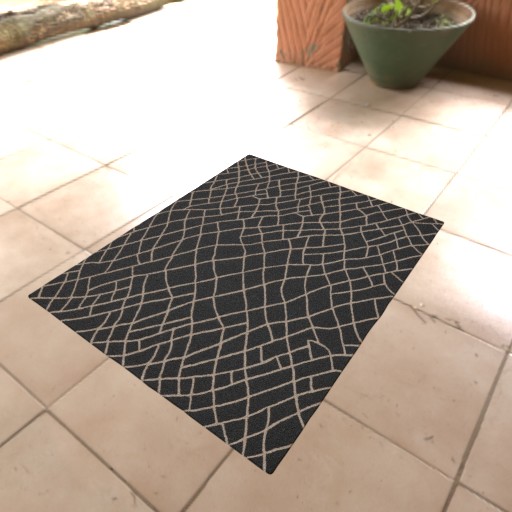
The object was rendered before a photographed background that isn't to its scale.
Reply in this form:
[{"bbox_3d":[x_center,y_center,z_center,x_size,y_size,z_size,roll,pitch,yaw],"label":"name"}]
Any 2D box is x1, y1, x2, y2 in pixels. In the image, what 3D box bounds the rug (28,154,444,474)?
[{"bbox_3d":[0.000,0.000,4.024,2.439,0.022,3.047,25,47,27],"label":"rug"}]
